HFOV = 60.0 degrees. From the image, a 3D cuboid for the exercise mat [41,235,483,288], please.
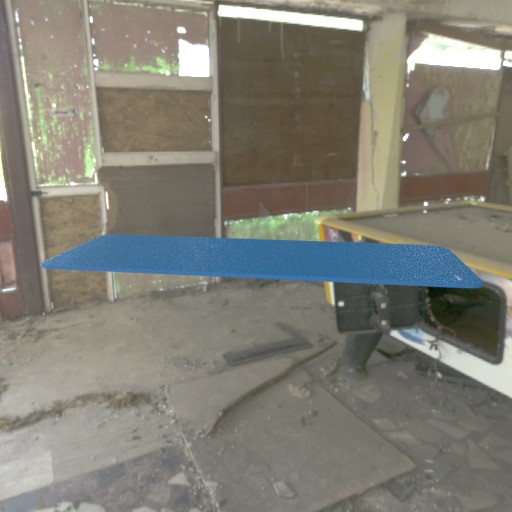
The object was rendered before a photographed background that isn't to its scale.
[{"bbox_3d":[0.000,0.000,2.095,1.869,0.021,0.616,2,15,8],"label":"exercise mat"}]
